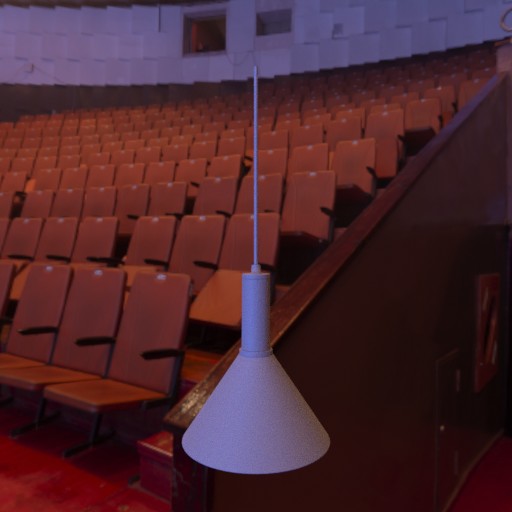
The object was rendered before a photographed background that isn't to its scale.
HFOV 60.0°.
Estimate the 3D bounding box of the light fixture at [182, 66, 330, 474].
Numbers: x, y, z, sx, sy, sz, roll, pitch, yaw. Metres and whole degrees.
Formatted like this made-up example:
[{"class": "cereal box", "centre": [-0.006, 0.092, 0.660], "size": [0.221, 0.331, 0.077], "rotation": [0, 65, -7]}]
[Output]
[{"class": "light fixture", "centre": [0.000, 0.000, 0.805], "size": [0.267, 0.683, 0.267], "rotation": [1, 1, 36]}]
